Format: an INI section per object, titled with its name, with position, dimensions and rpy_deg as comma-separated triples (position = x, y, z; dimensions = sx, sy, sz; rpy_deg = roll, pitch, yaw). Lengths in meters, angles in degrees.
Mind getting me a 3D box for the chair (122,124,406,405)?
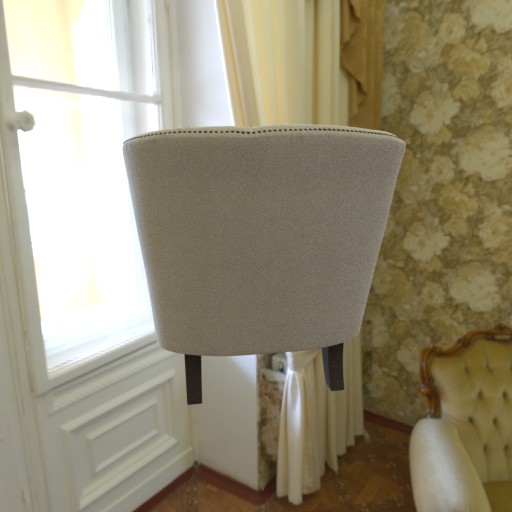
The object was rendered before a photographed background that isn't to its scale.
[chair]
position = 0.000, 0.000, 1.611
dimensions = 0.848, 0.868, 0.906
rpy_deg = -2, 13, -10
